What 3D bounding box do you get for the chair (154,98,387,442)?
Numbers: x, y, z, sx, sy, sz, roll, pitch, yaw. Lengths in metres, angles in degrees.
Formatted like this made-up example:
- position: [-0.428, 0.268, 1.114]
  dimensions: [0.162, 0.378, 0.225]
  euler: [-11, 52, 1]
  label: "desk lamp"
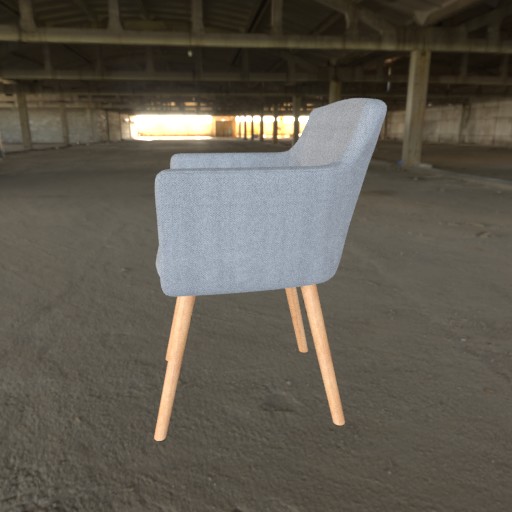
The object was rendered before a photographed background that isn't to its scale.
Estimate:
- position: [0.000, 0.000, 1.161]
  dimensions: [0.540, 0.780, 0.570]
  euler: [-2, 16, -7]
  label: "chair"
